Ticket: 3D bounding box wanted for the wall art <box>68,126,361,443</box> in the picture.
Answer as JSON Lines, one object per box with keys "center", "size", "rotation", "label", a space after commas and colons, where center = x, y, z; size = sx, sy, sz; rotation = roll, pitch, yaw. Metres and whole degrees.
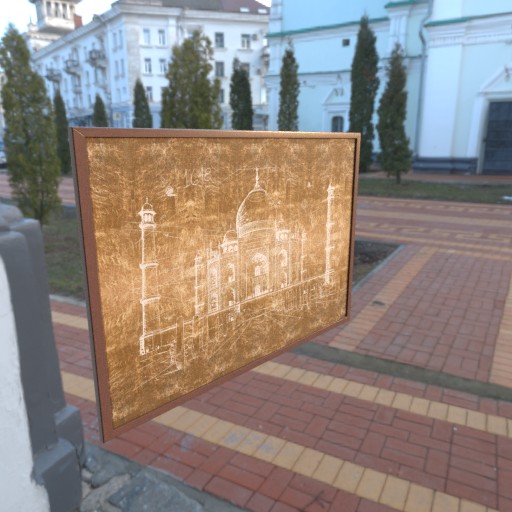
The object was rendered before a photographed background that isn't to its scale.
{"center": [0.000, 0.000, 0.836], "size": [0.014, 0.455, 0.660], "rotation": [14, 20, 43], "label": "wall art"}
